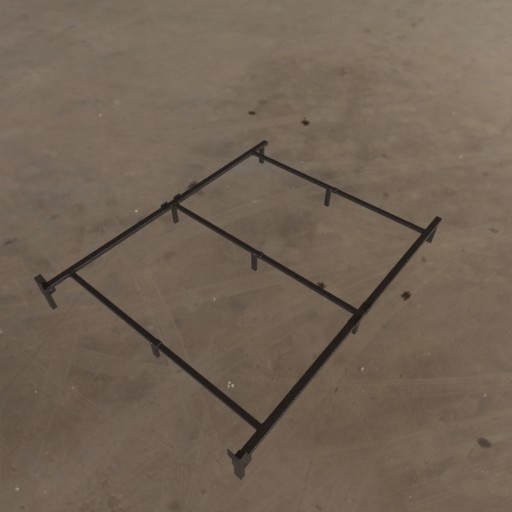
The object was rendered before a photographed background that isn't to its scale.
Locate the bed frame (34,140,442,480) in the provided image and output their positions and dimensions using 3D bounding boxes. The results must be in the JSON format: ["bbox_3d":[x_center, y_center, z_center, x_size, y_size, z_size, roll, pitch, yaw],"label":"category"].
[{"bbox_3d":[0.000,0.000,2.700,1.498,0.248,1.990,31,53,26],"label":"bed frame"}]
